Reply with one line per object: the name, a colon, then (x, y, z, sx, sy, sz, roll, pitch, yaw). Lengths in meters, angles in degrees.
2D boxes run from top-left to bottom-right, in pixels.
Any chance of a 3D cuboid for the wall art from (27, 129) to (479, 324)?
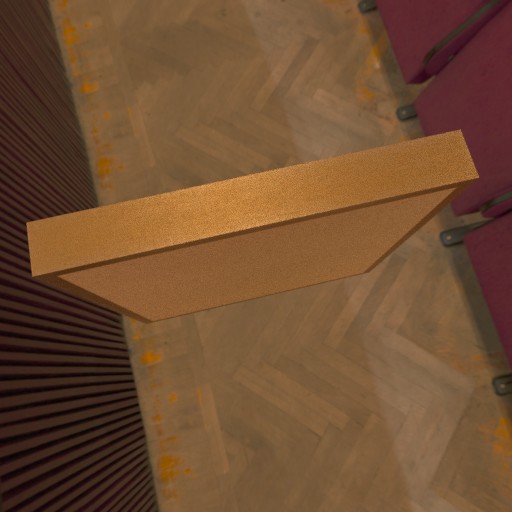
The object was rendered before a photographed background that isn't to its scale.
wall art: (0.000, 0.000, 0.447, 0.306, 0.305, 0.038, -13, 76, -3)
